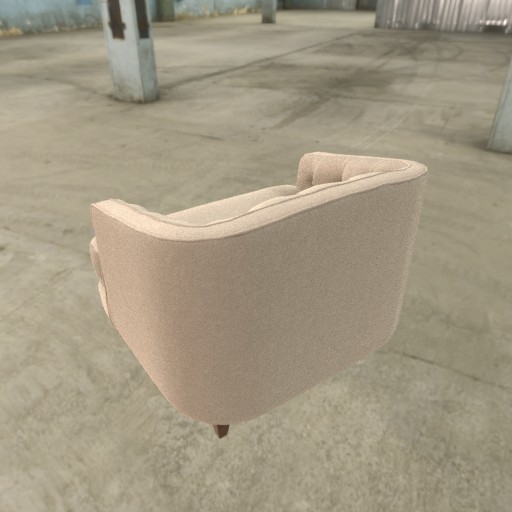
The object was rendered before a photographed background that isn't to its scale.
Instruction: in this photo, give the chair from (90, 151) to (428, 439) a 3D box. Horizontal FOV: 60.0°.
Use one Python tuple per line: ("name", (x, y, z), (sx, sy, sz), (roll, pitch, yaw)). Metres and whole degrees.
("chair", (0.000, 0.000, 1.793), (1.104, 0.852, 0.941), (-19, 36, -29))
